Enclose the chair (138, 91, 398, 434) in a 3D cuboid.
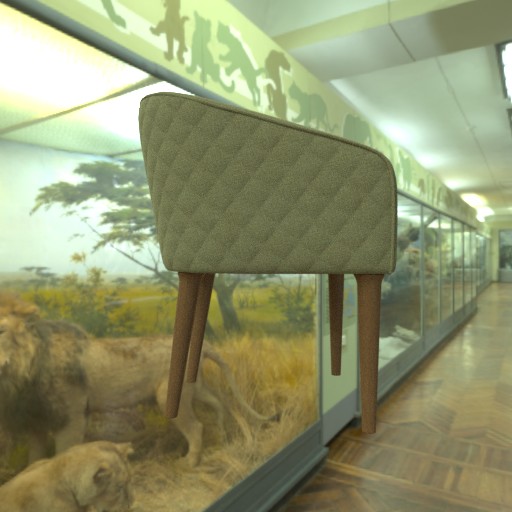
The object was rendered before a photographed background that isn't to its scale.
[{"bbox_3d":[0.000,0.000,1.212,0.616,0.775,0.584,0,0,1],"label":"chair"}]
